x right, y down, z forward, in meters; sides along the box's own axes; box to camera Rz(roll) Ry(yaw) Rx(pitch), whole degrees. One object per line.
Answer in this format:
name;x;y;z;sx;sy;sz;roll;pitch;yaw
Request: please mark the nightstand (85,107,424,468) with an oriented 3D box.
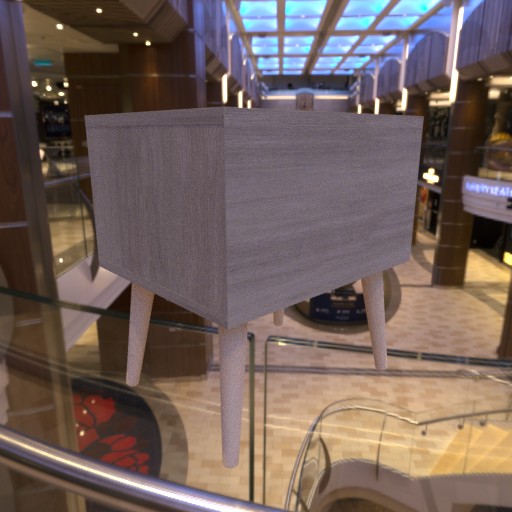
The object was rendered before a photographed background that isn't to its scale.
nightstand;0.000;0.000;0.831;0.450;0.500;0.380;-14;21;-41
